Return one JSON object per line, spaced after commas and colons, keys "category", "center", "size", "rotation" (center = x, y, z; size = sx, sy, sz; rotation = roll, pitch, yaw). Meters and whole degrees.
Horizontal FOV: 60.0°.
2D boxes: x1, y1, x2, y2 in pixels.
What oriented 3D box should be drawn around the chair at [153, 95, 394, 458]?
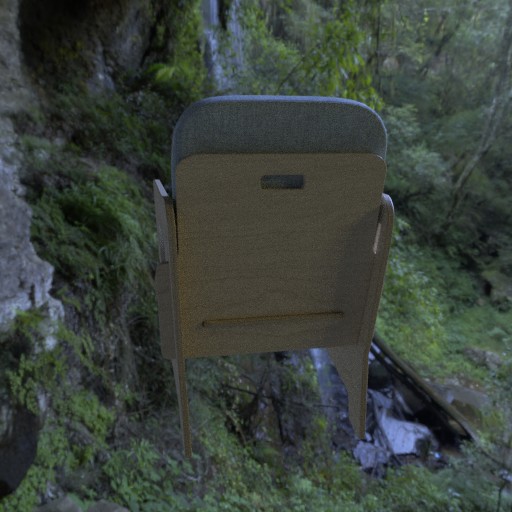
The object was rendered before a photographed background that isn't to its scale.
{"category": "chair", "center": [0.000, 0.000, 1.253], "size": [0.590, 0.800, 0.710], "rotation": [-2, 14, -9]}
